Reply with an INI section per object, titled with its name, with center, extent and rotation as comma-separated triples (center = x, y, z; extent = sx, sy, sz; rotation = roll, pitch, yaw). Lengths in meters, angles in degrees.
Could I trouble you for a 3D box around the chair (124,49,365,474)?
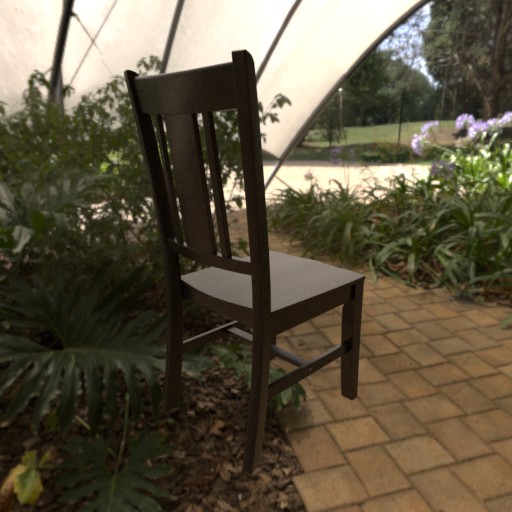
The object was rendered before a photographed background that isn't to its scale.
[chair]
center = 0.000, 0.000, 1.288
extent = 0.555, 0.998, 0.450
rotation = -15, 22, -43
